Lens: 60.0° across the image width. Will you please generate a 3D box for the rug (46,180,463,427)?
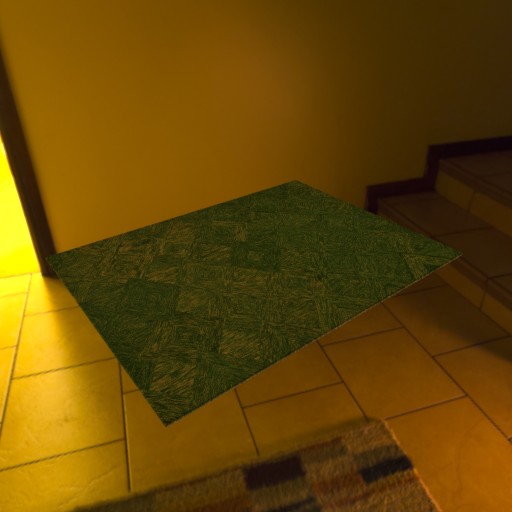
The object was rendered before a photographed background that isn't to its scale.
[{"bbox_3d":[0.000,0.000,4.260,3.217,0.027,2.405,-22,38,-32],"label":"rug"}]
